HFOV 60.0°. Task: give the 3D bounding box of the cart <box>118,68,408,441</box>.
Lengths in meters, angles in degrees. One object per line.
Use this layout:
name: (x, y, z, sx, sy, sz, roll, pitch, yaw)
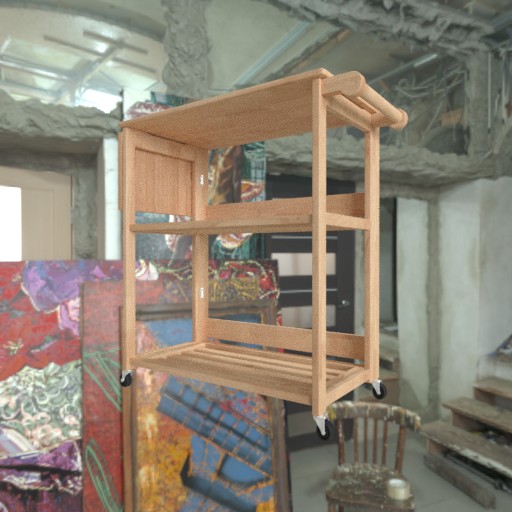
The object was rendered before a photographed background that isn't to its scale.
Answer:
cart: (0.000, 0.000, 1.401, 0.853, 0.879, 0.432, 0, 0, 35)
